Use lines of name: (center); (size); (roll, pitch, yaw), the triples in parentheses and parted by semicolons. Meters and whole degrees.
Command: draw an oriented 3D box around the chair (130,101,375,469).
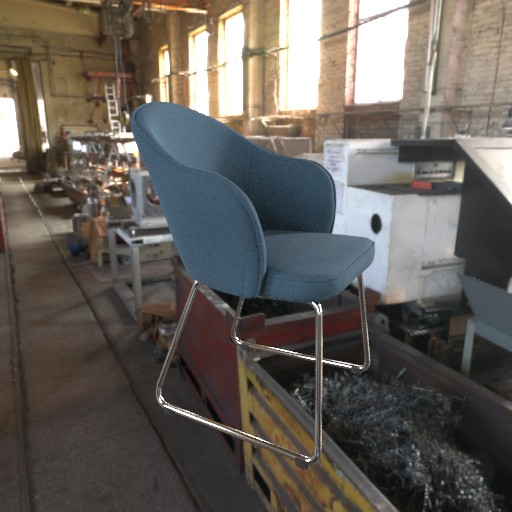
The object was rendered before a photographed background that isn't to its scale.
chair: (0.000, 0.000, 1.209); (0.585, 0.815, 0.570); (8, 17, 26)
